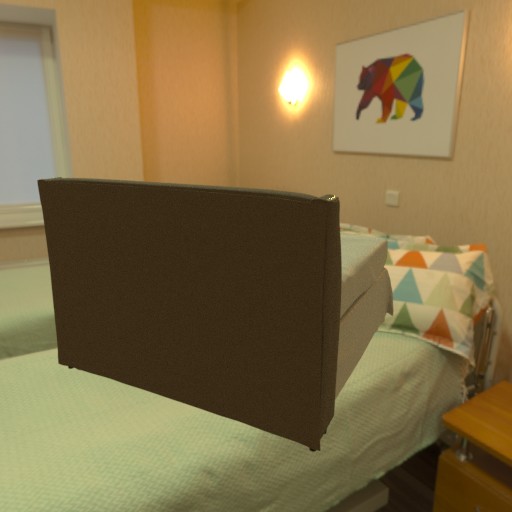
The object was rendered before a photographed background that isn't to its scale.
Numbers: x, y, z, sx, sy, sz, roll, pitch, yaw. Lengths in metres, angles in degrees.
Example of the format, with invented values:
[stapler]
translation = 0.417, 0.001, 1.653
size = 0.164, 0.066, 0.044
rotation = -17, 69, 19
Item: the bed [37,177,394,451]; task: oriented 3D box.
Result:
[bed]
translation = 0.000, 0.000, 3.448
size = 1.925, 1.332, 2.276
rotation = 8, 17, 27
